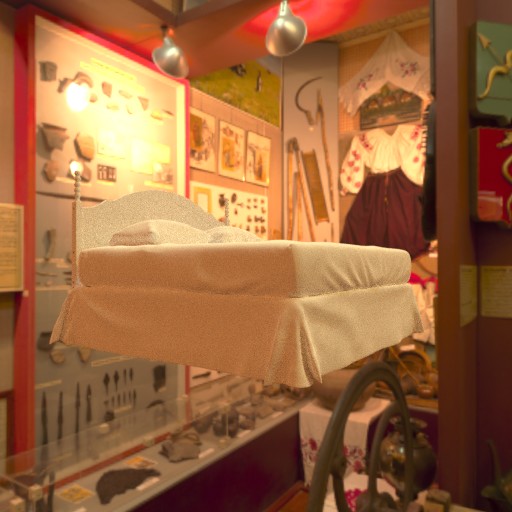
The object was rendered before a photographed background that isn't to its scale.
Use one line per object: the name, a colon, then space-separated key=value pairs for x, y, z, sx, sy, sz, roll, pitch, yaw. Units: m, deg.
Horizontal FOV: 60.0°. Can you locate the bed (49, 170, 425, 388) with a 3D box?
bed: x=0.000 y=0.000 z=3.635 sx=2.219 sy=1.355 sz=2.322 roll=-1 pitch=-1 yaw=36
